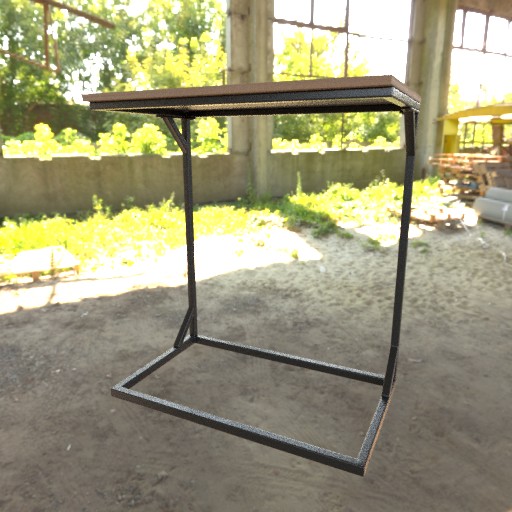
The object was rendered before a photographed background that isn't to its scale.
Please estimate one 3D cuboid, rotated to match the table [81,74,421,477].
[{"bbox_3d":[0.000,0.000,0.983,0.597,0.673,0.351,7,16,25],"label":"table"}]
